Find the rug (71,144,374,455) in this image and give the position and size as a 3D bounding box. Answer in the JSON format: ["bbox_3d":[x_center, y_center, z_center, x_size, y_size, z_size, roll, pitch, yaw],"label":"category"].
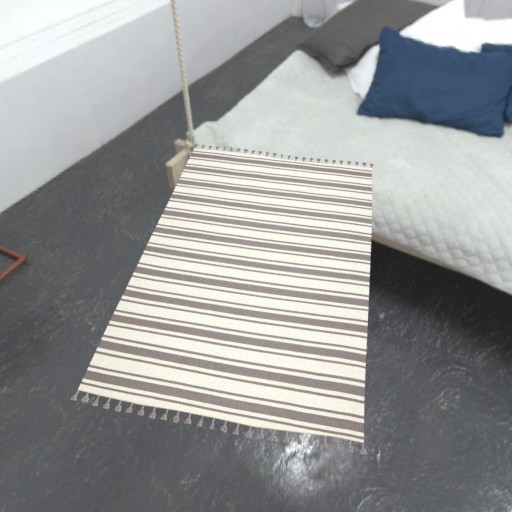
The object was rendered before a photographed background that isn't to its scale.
[{"bbox_3d":[0.000,0.000,3.050,1.563,0.014,2.425,8,49,7],"label":"rug"}]
